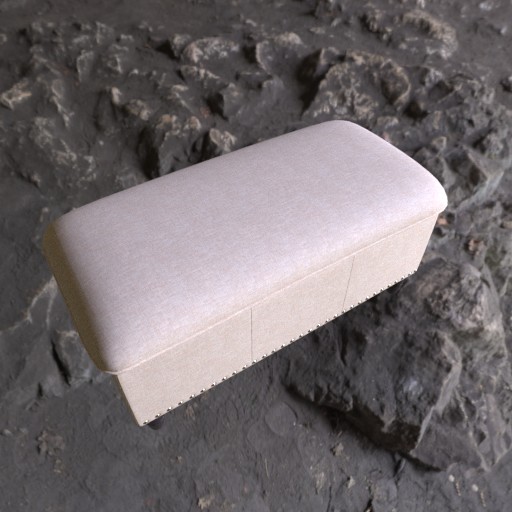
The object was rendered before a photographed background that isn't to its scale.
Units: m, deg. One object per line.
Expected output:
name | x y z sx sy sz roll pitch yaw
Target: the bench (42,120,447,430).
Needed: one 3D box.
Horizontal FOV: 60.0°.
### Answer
bench | 0.000 0.000 1.247 0.991 0.483 0.483 -25 51 -22
